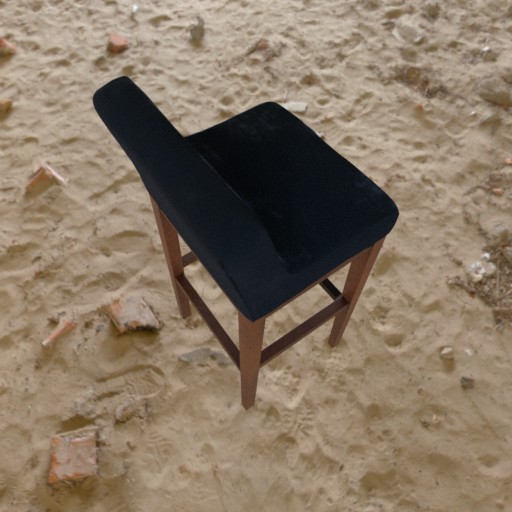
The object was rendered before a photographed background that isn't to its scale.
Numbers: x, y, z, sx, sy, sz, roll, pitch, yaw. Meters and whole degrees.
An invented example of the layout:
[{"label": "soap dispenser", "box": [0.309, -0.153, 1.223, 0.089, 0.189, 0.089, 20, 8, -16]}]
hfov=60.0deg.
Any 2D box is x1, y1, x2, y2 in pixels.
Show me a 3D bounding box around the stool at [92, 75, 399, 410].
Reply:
[{"label": "stool", "box": [0.000, 0.000, 1.287, 0.500, 1.037, 0.511, -31, 61, -19]}]
